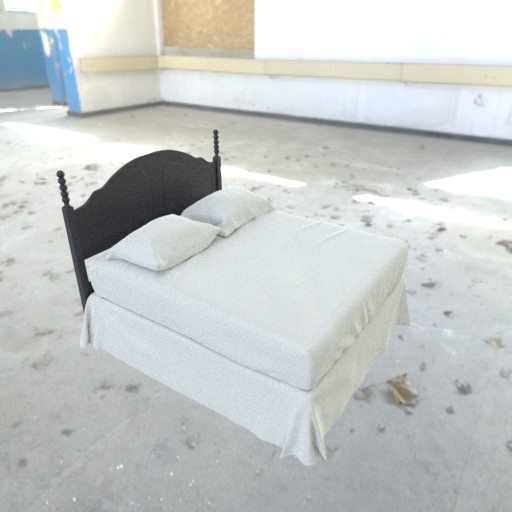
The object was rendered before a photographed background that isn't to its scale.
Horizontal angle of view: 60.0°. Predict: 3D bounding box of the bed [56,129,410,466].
[{"bbox_3d":[0.000,0.000,3.268,2.040,1.356,1.873,17,32,30],"label":"bed"}]
